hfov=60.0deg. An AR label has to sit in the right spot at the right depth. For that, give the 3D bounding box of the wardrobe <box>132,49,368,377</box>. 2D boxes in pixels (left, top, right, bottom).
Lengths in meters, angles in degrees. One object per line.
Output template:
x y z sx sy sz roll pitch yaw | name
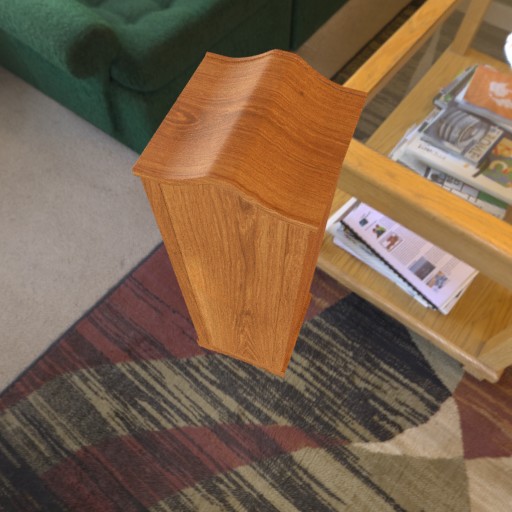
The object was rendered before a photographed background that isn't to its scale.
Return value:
0.000 0.000 2.167 0.590 1.870 0.570 18 63 10 | wardrobe
